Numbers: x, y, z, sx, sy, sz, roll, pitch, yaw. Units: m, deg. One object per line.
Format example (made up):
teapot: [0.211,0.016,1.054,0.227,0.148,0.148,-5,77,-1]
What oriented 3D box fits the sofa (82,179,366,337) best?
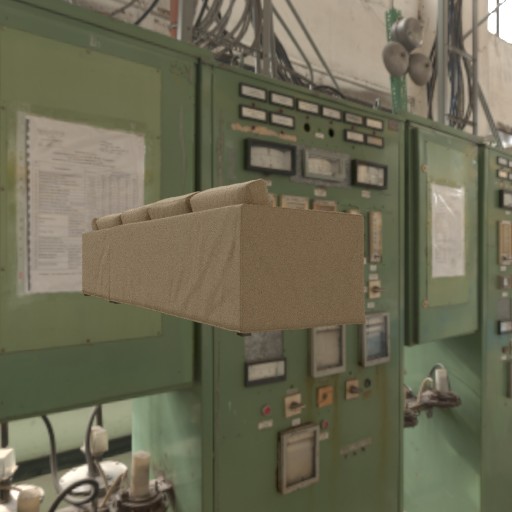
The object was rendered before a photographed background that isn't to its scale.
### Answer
sofa: [0.000,0.000,4.226,2.432,0.871,3.182,0,0,-35]
